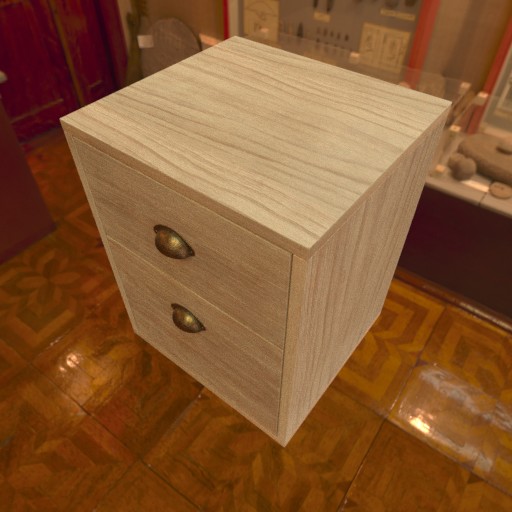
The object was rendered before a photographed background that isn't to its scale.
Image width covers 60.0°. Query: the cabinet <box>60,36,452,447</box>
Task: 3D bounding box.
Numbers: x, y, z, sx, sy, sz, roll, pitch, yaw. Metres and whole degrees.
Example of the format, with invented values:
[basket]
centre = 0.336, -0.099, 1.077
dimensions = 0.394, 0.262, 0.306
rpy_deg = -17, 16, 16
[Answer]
[cabinet]
centre = 0.000, 0.000, 0.829
dimensions = 0.409, 0.579, 0.401
rpy_deg = 29, 53, 25
